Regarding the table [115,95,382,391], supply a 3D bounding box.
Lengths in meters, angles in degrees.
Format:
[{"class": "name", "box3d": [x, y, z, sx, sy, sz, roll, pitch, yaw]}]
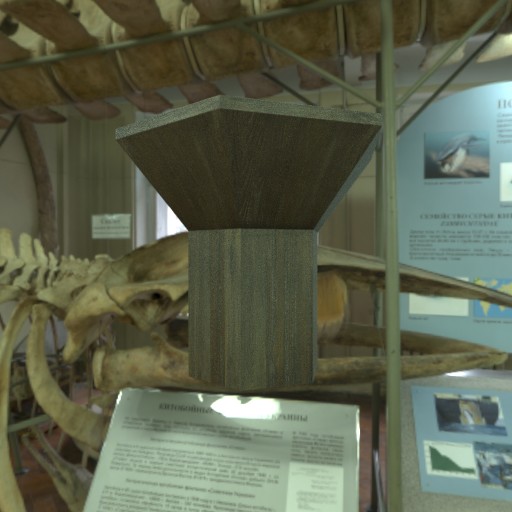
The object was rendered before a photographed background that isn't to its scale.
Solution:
[{"class": "table", "box3d": [0.000, 0.000, 1.133, 0.683, 0.586, 0.592, 0, 1, -19]}]
